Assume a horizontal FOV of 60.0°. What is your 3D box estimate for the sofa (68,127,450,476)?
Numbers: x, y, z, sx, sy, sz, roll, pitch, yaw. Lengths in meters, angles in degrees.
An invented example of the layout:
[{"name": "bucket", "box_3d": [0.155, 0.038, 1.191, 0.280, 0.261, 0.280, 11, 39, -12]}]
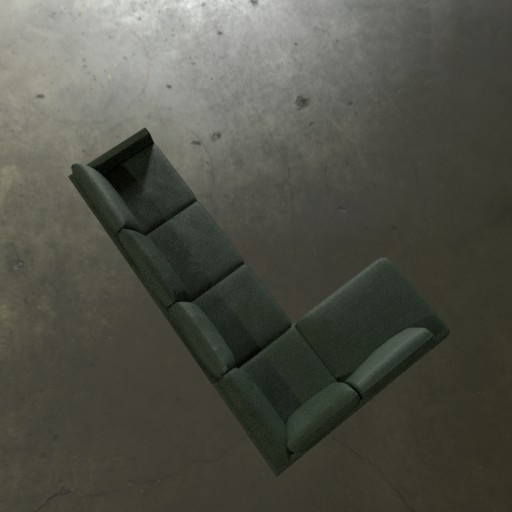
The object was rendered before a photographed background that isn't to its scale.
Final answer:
[{"name": "sofa", "box_3d": [0.000, 0.000, 4.340, 2.048, 0.996, 3.384, -36, 78, -9]}]
